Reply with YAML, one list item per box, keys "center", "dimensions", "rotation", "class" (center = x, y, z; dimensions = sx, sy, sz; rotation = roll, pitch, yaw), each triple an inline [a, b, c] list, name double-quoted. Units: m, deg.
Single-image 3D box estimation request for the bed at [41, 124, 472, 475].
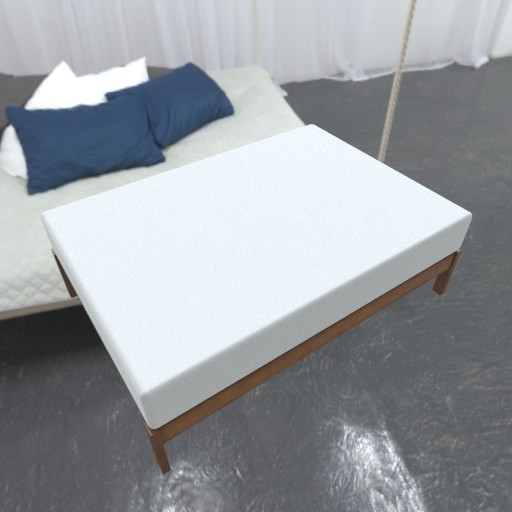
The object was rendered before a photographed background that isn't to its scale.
- center: [0.000, 0.000, 2.569]
  dimensions: [1.927, 0.616, 1.348]
  rotation: [-25, 47, -25]
  class: "bed"
